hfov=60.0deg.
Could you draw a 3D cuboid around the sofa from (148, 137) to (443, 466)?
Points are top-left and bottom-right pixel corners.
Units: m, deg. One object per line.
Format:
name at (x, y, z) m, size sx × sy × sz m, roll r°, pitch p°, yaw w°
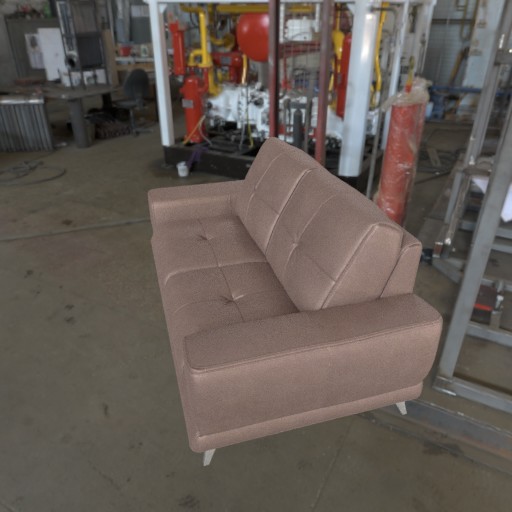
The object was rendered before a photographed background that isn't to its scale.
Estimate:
sofa at (0.000, 0.000, 2.351) m, size 1.018 × 0.907 × 1.806 m, roll -8°, pitch 30°, yaw -14°
